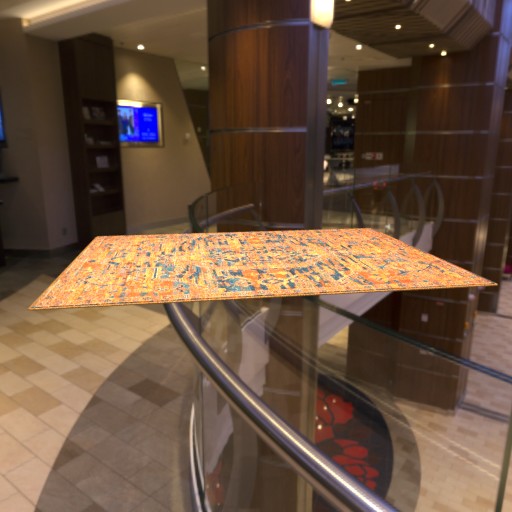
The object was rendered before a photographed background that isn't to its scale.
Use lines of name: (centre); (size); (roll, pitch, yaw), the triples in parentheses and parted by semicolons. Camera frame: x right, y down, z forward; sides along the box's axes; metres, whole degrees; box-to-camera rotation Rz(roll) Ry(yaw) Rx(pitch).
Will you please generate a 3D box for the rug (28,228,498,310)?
rug: (0.000, 0.000, 3.679); (2.916, 0.019, 2.043); (-2, 14, -9)
